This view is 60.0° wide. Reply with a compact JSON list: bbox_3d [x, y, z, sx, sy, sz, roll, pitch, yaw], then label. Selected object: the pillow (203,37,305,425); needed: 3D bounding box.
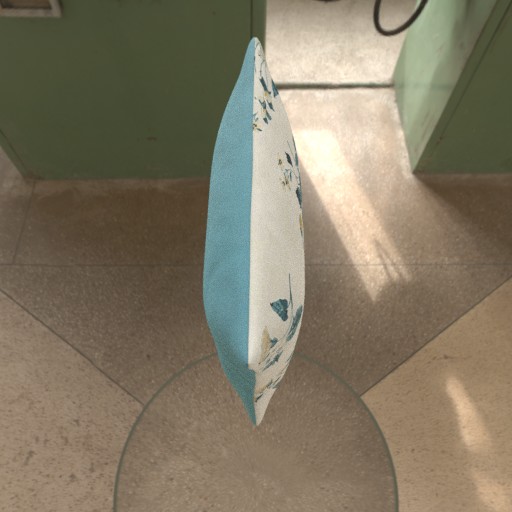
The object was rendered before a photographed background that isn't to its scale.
[{"bbox_3d":[0.000,0.000,0.809,0.166,0.507,0.526,1,63,0],"label":"pillow"}]
